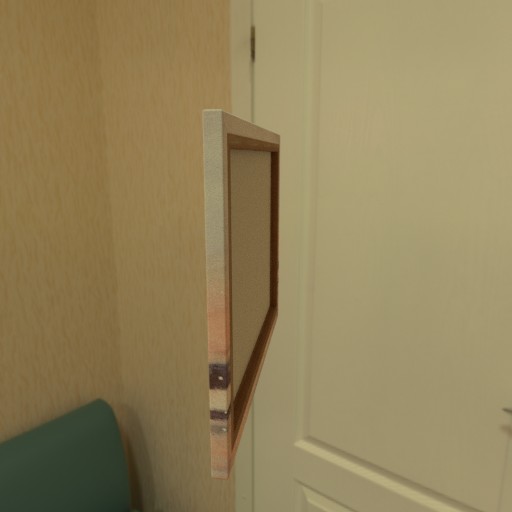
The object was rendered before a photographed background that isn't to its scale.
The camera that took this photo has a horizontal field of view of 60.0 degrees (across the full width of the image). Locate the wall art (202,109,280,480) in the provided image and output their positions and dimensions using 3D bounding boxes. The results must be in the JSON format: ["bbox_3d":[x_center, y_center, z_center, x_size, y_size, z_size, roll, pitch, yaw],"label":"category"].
[{"bbox_3d":[0.000,0.000,1.361,0.038,0.763,1.015,2,13,9],"label":"wall art"}]
